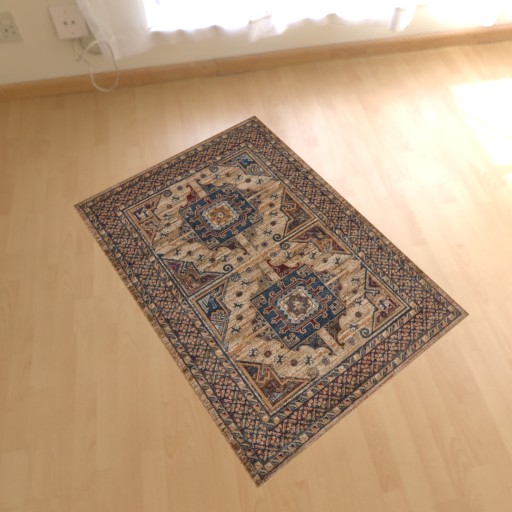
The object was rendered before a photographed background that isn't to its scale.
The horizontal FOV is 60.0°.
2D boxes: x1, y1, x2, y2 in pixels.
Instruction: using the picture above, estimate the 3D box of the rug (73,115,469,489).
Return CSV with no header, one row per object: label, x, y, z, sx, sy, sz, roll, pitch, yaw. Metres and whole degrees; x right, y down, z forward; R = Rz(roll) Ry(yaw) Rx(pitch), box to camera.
rug,0.000,0.000,2.935,1.611,0.008,2.227,-32,63,-18
